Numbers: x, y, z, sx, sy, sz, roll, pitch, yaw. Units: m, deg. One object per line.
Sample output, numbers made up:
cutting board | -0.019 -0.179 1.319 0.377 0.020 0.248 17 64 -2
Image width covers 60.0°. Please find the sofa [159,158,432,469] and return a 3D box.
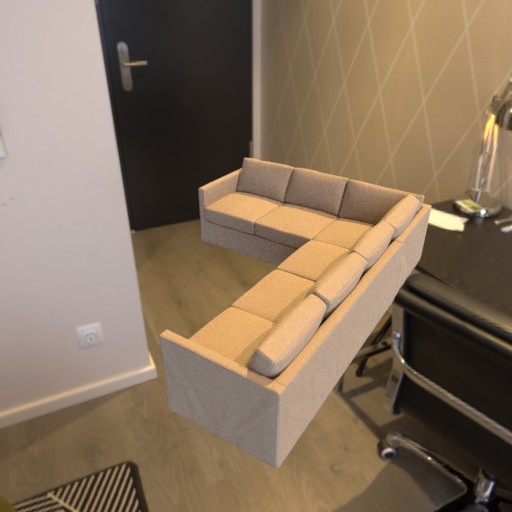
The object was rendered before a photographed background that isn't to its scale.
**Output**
sofa | 0.000 0.000 4.283 2.432 0.871 3.182 18 34 29
